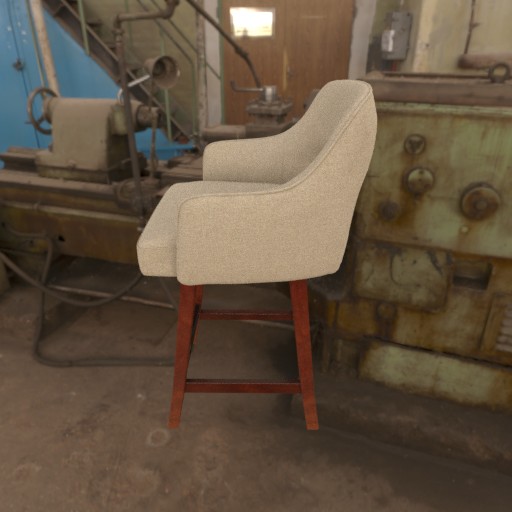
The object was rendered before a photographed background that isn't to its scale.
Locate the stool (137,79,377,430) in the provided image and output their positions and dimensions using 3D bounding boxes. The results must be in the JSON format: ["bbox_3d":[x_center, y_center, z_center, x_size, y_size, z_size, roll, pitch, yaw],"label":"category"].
[{"bbox_3d":[0.000,0.000,1.279,0.560,0.936,0.550,0,27,1],"label":"stool"}]
